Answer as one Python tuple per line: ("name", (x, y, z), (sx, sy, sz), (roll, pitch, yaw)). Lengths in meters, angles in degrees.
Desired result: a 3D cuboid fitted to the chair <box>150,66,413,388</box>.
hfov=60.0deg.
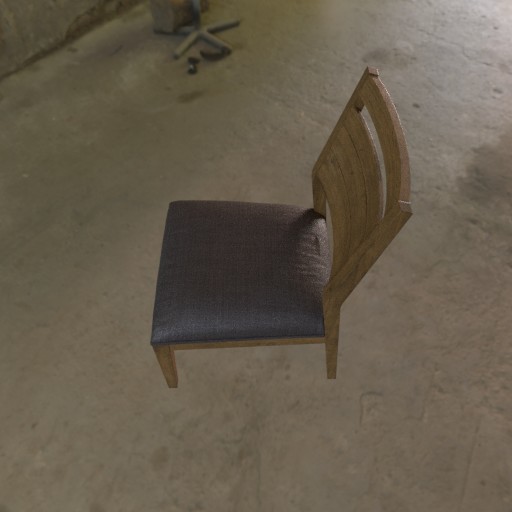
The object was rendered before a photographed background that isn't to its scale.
("chair", (0.000, 0.000, 1.290), (0.610, 0.939, 0.501), (0, 57, 0))
